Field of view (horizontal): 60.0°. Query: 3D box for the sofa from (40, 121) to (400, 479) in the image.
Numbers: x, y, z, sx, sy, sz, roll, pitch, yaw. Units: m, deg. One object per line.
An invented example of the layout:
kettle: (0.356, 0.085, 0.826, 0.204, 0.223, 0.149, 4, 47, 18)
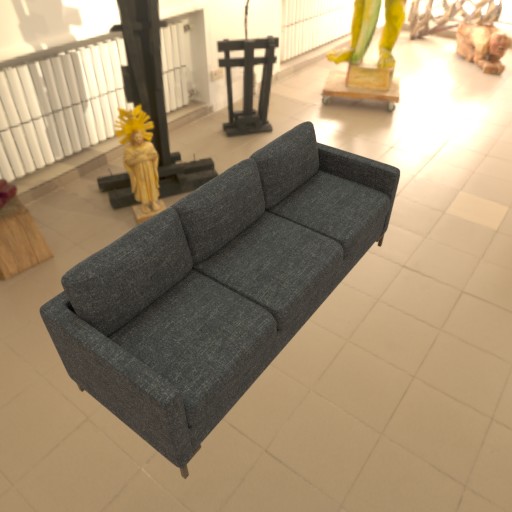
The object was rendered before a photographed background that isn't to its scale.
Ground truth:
sofa: (0.000, 0.000, 2.646, 0.859, 0.874, 2.218, 26, 47, 27)
